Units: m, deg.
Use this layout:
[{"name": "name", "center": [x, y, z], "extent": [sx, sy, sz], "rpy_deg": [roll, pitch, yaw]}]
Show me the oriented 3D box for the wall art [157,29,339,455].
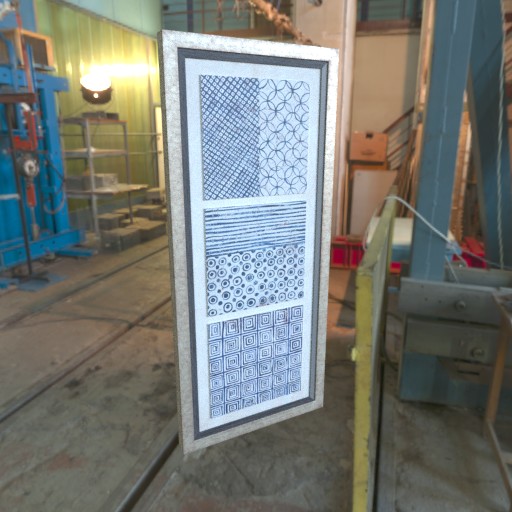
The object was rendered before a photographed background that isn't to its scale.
[{"name": "wall art", "center": [0.000, 0.000, 1.648], "extent": [0.648, 1.461, 0.051], "rpy_deg": [-8, 17, -27]}]
